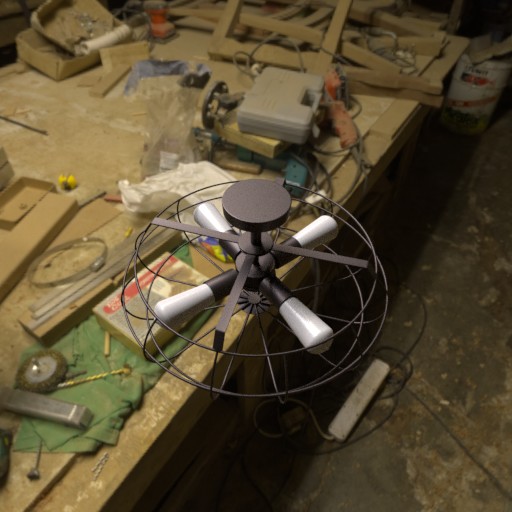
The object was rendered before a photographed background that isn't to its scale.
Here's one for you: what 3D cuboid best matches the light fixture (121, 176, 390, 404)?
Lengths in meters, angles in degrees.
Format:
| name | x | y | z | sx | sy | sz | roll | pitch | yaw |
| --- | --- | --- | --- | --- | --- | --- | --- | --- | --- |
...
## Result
| name | x | y | z | sx | sy | sz | roll | pitch | yaw |
| --- | --- | --- | --- | --- | --- | --- | --- | --- | --- |
| light fixture | 0.000 | 0.000 | 0.946 | 0.582 | 0.311 | 0.582 | 0 | 45 | 0 |
